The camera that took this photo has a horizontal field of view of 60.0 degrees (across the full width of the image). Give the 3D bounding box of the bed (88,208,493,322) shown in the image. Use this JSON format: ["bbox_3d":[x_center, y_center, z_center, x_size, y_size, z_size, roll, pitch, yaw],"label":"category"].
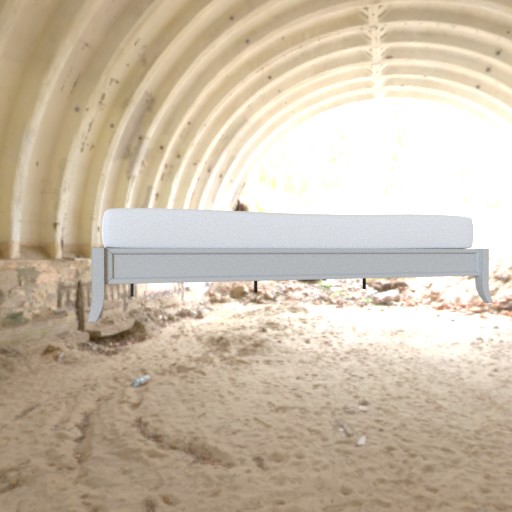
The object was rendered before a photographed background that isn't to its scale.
[{"bbox_3d":[0.000,0.000,3.077,2.108,0.510,2.007,0,1,-19],"label":"bed"}]
